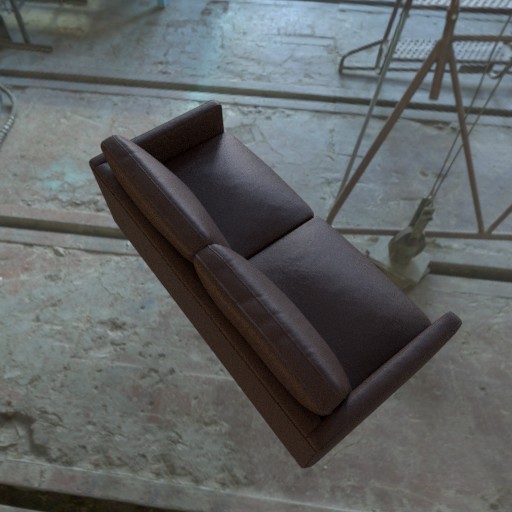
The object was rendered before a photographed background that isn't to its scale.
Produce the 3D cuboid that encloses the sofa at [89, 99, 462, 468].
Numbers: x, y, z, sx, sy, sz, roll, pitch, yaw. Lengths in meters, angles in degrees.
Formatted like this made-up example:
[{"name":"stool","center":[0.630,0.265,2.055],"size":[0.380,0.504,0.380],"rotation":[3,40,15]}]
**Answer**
[{"name":"sofa","center":[0.000,0.000,2.459],"size":[0.923,0.863,1.971],"rotation":[-33,63,-19]}]
